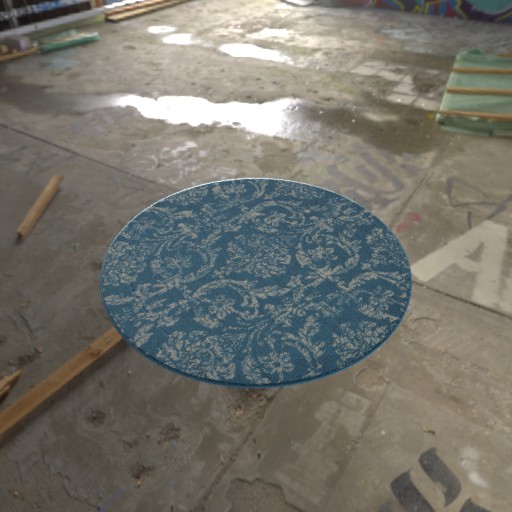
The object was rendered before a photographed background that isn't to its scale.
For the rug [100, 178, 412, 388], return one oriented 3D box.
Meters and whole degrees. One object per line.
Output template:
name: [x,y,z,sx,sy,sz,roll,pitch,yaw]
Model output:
rug: [0.000,0.000,2.341,1.593,0.012,1.593,0,40,0]
